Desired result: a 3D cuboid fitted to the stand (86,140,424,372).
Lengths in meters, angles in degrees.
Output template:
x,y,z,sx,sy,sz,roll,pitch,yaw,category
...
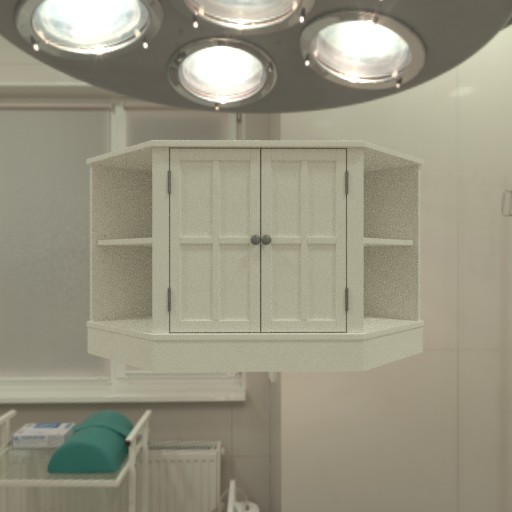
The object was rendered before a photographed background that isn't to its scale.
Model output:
x,y,z,sx,sy,sz,roll,pitch,yaw,category
0.000,0.000,1.409,1.072,0.614,0.477,0,0,-1,stand
